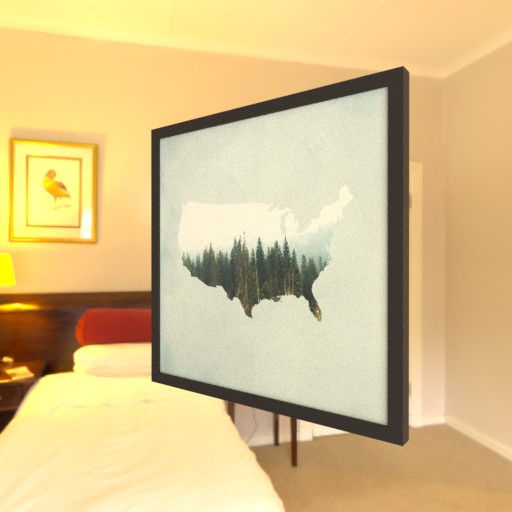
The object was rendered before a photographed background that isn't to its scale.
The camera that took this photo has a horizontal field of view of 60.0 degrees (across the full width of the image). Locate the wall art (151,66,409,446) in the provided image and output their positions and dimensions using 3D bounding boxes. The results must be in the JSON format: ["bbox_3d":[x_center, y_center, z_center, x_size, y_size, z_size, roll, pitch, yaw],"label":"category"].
[{"bbox_3d":[0.000,0.000,1.131,0.763,0.763,0.038,0,0,37],"label":"wall art"}]
